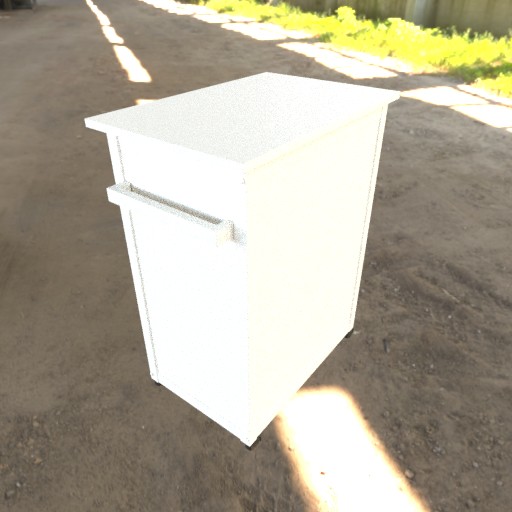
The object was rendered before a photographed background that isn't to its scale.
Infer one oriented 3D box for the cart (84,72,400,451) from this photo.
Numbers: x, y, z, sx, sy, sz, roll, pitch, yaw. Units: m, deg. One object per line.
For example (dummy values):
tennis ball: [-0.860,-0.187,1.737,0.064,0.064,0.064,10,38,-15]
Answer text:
cart: [0.000,0.000,1.296,0.442,0.864,0.683,23,39,31]
